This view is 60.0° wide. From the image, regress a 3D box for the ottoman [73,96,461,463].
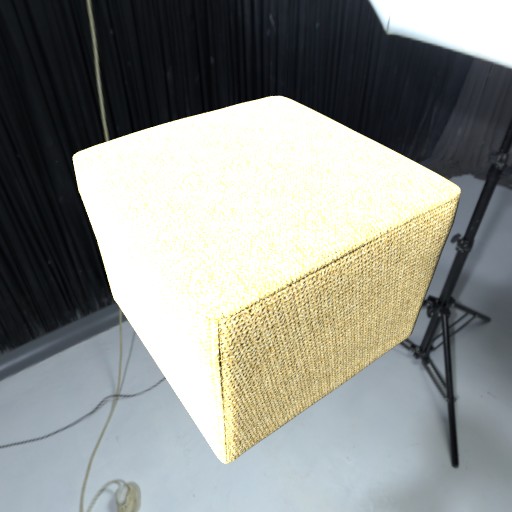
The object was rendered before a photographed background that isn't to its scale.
[{"bbox_3d":[0.000,0.000,0.902,0.505,0.441,0.512,-25,47,-26],"label":"ottoman"}]
